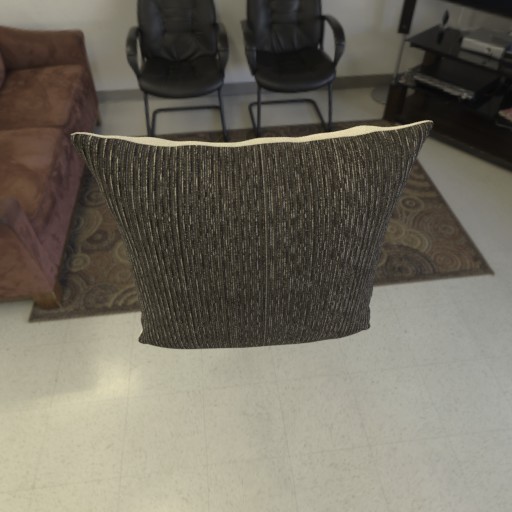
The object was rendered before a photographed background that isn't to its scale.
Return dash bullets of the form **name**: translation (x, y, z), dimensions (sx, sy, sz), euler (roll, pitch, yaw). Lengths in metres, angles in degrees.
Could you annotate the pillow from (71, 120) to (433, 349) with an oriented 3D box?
- **pillow**: translation (0.000, 0.000, 0.675), dimensions (0.433, 0.434, 0.196), euler (-3, 46, -3)
